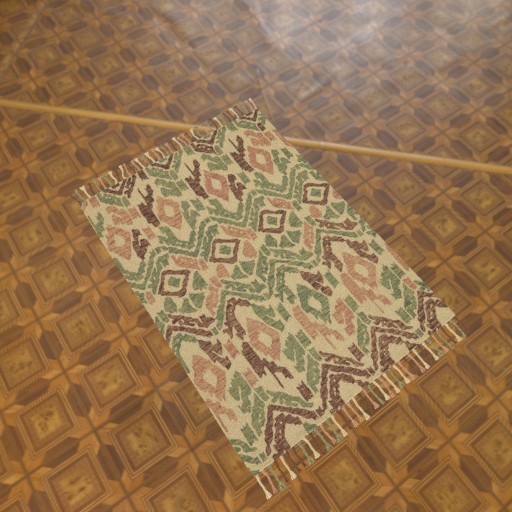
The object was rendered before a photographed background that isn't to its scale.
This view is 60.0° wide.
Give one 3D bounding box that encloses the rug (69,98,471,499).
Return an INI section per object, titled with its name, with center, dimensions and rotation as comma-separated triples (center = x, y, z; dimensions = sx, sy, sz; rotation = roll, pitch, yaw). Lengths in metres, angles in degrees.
[rug]
center = 0.000, 0.000, 2.245
dimensions = 1.219, 0.010, 1.829
rotation = -33, 68, -15
